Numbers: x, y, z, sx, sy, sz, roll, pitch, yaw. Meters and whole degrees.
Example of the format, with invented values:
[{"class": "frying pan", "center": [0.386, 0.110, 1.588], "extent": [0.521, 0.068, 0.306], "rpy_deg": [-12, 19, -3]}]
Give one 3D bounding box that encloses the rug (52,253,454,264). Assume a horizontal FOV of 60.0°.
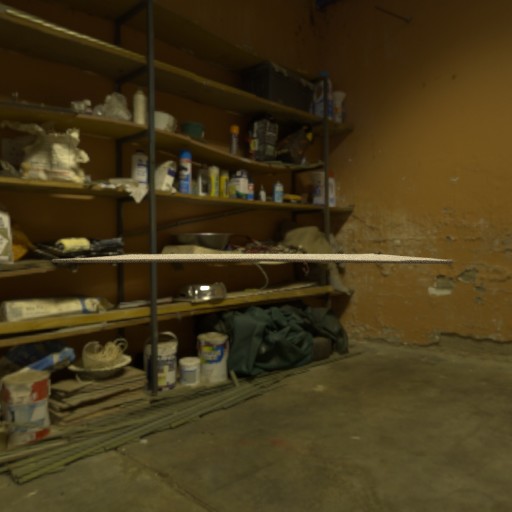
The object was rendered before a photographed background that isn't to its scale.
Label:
[{"class": "rug", "center": [0.000, 0.000, 2.930], "extent": [1.609, 0.030, 2.342], "rpy_deg": [0, 1, 1]}]
